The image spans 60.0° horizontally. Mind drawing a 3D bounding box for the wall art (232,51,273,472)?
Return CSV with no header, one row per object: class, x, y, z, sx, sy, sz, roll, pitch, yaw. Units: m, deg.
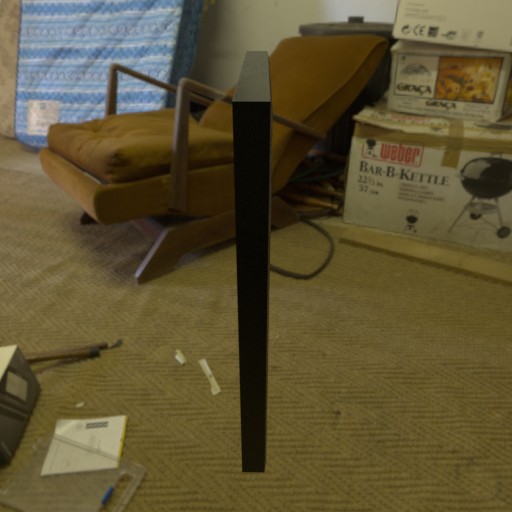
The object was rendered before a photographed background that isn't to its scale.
wall art,0.000,0.000,0.582,0.031,0.457,0.313,0,31,1
